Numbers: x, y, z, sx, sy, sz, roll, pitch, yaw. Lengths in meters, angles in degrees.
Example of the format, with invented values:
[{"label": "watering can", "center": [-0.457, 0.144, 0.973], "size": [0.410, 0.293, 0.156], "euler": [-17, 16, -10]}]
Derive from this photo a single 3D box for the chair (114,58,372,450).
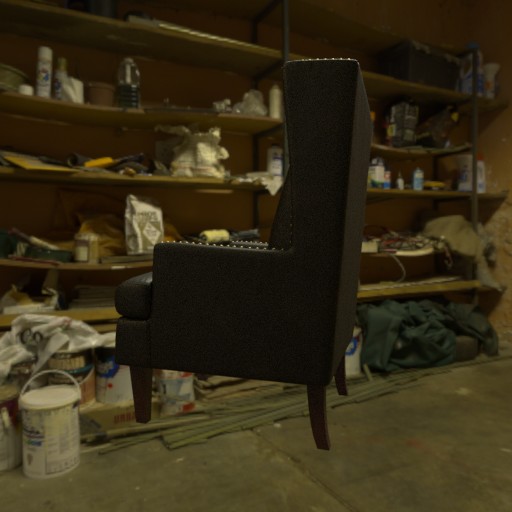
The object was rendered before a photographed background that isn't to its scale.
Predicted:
[{"label": "chair", "center": [0.000, 0.000, 1.655], "size": [0.799, 1.142, 0.703], "euler": [1, 2, 18]}]
